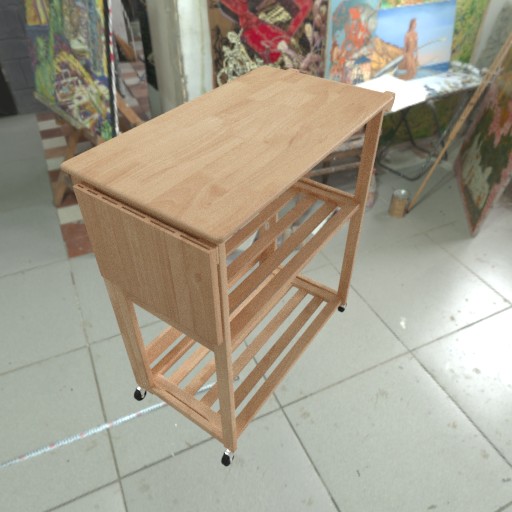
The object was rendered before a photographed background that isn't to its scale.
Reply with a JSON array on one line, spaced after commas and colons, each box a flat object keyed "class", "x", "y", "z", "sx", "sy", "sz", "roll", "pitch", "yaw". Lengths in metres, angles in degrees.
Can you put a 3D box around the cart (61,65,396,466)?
[{"class": "cart", "x": 0.000, "y": 0.000, "z": 1.370, "sx": 0.432, "sy": 0.879, "sz": 0.853, "roll": 25, "pitch": 47, "yaw": 26}]
